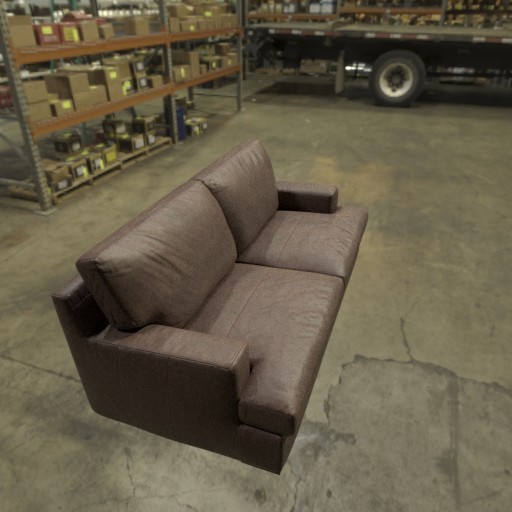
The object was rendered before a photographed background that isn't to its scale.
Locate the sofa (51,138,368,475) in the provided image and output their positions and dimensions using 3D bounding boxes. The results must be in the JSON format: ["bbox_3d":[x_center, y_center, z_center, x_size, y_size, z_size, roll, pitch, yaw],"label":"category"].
[{"bbox_3d":[0.000,0.000,2.795,1.143,0.941,2.261,10,32,17],"label":"sofa"}]
